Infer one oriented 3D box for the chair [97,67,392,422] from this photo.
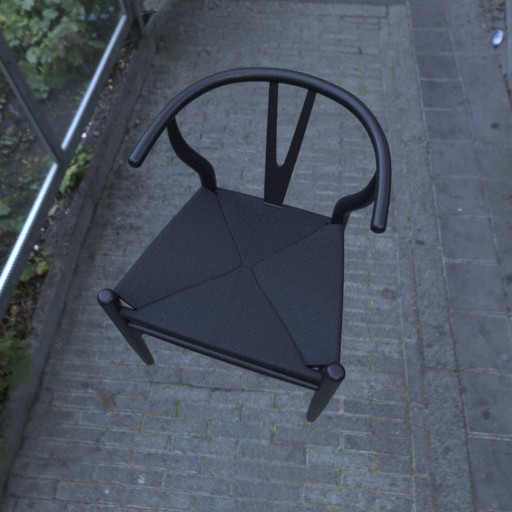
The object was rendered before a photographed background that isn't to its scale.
[{"bbox_3d":[0.000,0.000,1.171,0.569,0.730,0.579,16,61,9],"label":"chair"}]
